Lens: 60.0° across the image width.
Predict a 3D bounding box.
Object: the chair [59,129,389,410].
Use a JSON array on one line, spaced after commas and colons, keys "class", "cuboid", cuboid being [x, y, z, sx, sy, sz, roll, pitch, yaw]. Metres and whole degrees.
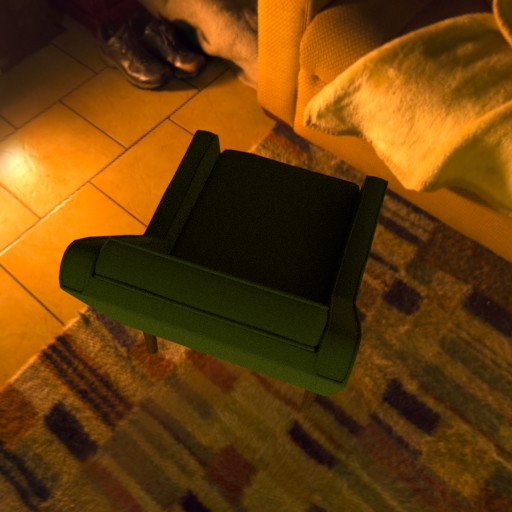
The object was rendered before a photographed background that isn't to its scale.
[{"class": "chair", "cuboid": [0.000, 0.000, 1.352, 0.663, 0.792, 0.743, 17, 63, 9]}]
